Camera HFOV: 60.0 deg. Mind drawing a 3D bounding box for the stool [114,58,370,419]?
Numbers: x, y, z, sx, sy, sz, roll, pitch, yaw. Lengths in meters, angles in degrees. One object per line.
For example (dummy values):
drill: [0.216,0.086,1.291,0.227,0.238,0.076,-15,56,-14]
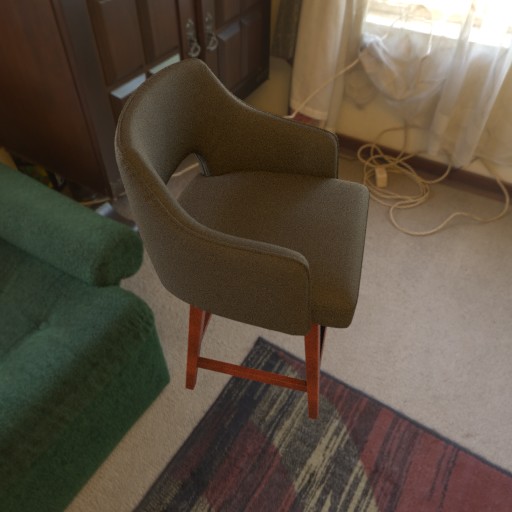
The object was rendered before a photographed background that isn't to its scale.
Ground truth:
stool: [0.000,0.000,1.236,0.558,0.912,0.548,10,47,10]
